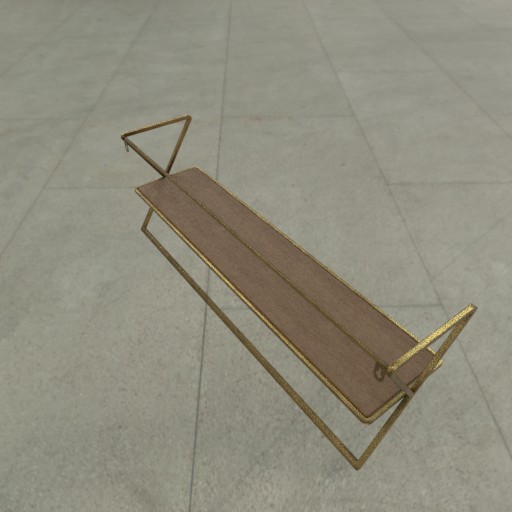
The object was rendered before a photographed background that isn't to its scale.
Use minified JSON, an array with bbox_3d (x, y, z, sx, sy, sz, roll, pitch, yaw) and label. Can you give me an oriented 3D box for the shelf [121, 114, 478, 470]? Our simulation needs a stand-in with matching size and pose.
[{"bbox_3d":[0.000,0.000,0.737,0.150,0.229,0.645,-26,48,-27],"label":"shelf"}]
